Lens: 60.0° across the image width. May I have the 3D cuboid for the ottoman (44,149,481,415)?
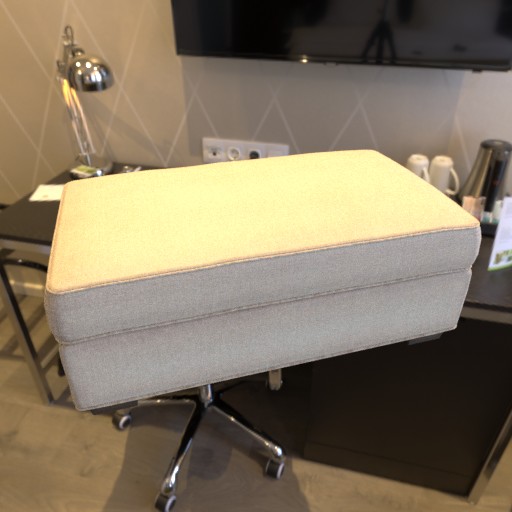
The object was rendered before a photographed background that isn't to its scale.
[{"bbox_3d":[0.000,0.000,1.360,1.097,0.448,0.617,-9,34,-13],"label":"ottoman"}]
